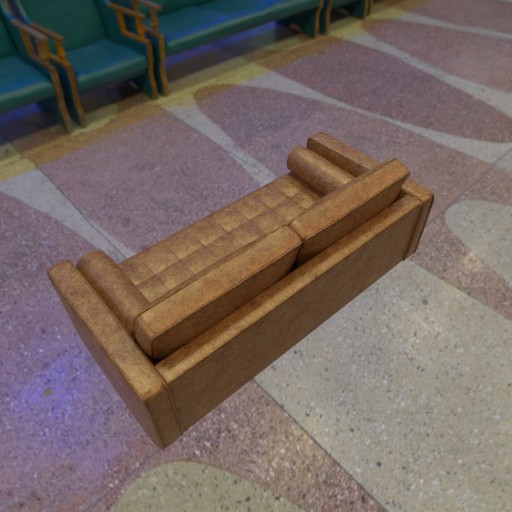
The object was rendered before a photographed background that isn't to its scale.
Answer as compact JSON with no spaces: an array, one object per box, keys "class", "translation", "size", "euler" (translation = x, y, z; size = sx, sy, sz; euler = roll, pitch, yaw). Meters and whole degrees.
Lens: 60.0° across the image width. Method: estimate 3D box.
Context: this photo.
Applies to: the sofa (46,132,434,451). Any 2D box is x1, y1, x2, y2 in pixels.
[{"class":"sofa","translation":[0.000,0.000,2.444],"size":[1.920,0.825,0.924],"euler":[-32,54,-27]}]
